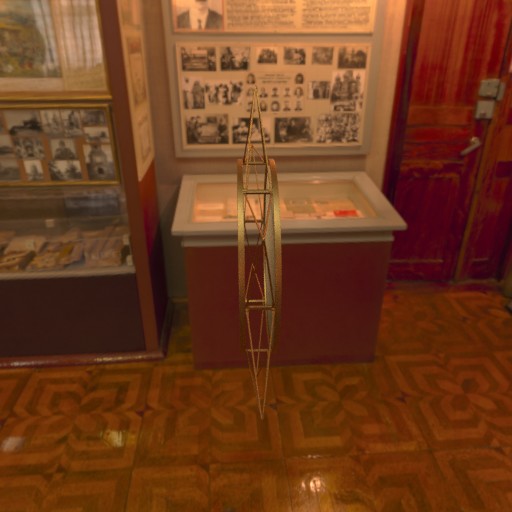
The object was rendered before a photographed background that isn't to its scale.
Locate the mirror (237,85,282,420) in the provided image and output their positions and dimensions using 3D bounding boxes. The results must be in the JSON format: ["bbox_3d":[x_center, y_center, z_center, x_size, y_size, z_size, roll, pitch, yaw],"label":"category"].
[{"bbox_3d":[0.000,0.000,0.806,0.062,0.581,0.498,-1,27,-2],"label":"mirror"}]
